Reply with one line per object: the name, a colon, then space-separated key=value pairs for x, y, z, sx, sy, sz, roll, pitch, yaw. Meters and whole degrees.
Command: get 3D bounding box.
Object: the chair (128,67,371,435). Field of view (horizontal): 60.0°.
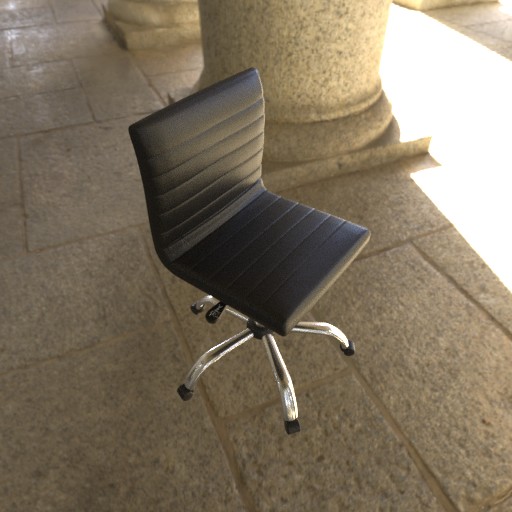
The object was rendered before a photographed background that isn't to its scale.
chair: x=0.000 y=0.000 z=1.134 sx=0.530 sy=0.780 sz=0.556 roll=27 pitch=49 yaw=26
